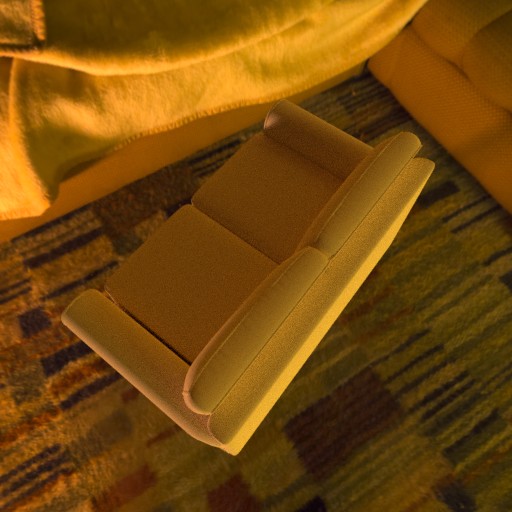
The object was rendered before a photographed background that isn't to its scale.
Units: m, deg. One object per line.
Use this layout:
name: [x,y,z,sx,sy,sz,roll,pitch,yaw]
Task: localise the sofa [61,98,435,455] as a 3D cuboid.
sofa: [0.000,0.000,2.319,0.991,0.940,1.727,35,68,16]
